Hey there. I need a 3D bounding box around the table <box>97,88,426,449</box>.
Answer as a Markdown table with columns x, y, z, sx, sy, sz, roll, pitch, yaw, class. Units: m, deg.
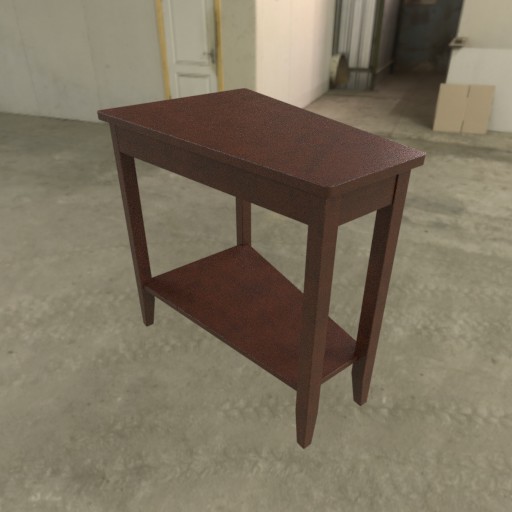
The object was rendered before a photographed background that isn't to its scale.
| x | y | z | sx | sy | sz | roll | pitch | yaw | class |
| --- | --- | --- | --- | --- | --- | --- | --- | --- | --- |
| 0.000 | 0.000 | 1.005 | 0.399 | 0.589 | 0.605 | -22 | 38 | -32 | table |
